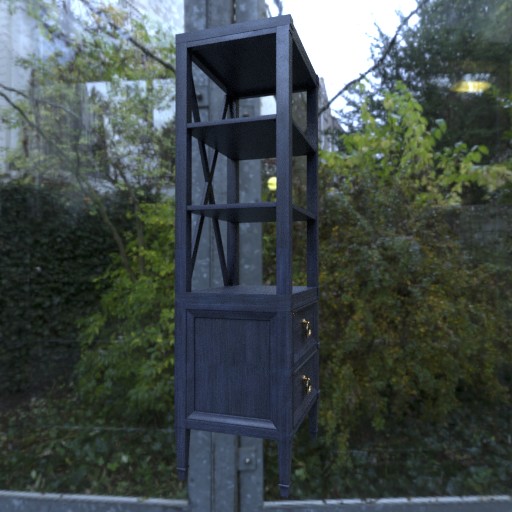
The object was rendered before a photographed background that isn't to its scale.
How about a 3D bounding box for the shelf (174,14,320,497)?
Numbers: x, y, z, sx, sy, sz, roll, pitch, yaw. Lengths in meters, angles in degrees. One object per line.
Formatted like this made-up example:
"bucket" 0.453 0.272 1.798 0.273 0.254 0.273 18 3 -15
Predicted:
"shelf" 0.000 0.000 1.924 0.472 1.727 0.584 0 -1 18
